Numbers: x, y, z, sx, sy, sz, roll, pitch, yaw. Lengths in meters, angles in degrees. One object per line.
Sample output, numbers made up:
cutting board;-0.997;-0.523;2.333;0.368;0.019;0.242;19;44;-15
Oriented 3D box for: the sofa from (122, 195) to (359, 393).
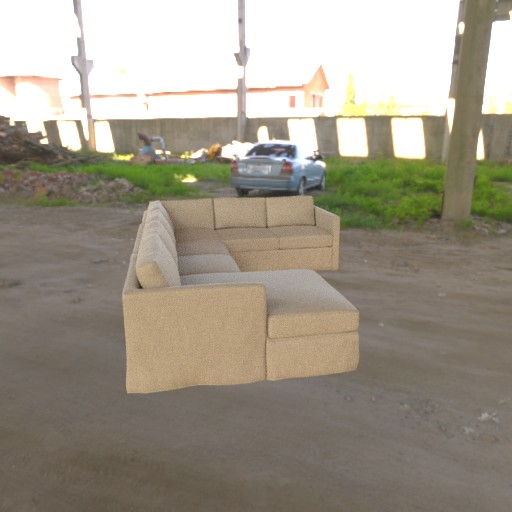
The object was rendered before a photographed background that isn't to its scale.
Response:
sofa;0.000;0.000;4.678;2.476;0.878;3.528;-3;15;-11
